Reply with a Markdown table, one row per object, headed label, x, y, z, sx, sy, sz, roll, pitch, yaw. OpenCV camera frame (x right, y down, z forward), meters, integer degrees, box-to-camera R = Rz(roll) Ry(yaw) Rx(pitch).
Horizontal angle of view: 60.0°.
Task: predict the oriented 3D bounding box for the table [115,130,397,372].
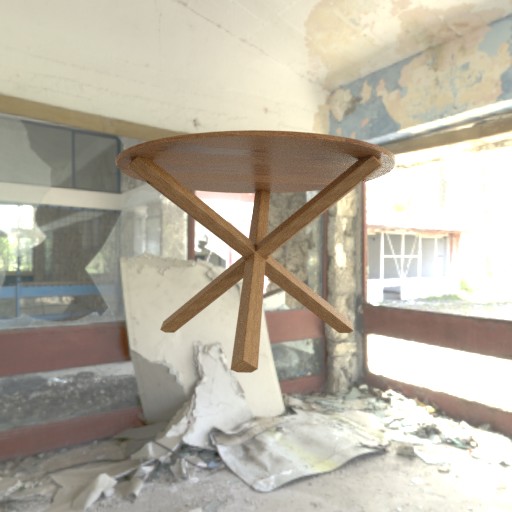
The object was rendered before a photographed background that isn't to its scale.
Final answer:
| label | x | y | z | sx | sy | sz | roll | pitch | yaw |
| --- | --- | --- | --- | --- | --- | --- | --- | --- | --- |
| table | 0.000 | 0.000 | 1.709 | 1.038 | 0.666 | 1.038 | 0 | -1 | 0 |
